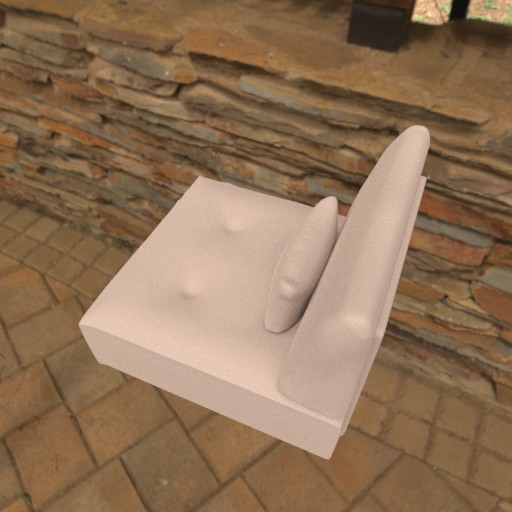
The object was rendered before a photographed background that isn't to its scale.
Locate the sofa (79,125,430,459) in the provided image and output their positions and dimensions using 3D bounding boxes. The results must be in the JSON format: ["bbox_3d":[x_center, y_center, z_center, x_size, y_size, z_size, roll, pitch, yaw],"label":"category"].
[{"bbox_3d":[0.000,0.000,1.663,1.000,0.828,0.935,18,50,15],"label":"sofa"}]
